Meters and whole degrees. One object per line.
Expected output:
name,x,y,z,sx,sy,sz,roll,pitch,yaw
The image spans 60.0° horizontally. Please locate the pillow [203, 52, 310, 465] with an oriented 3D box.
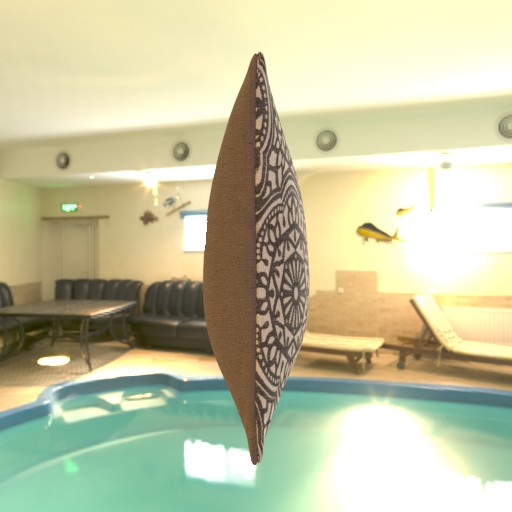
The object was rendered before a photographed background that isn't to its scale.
pillow,0.000,0.000,0.654,0.148,0.417,0.436,0,1,0
